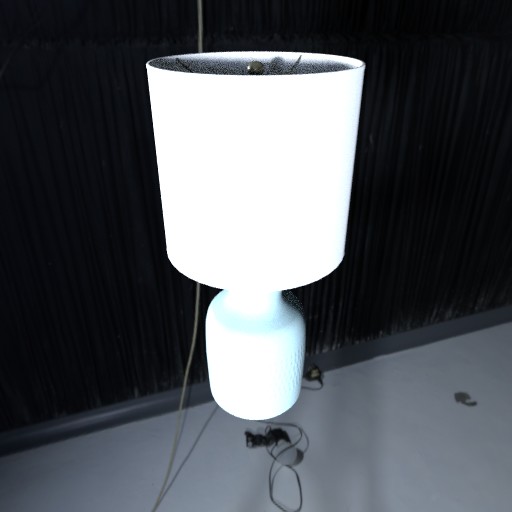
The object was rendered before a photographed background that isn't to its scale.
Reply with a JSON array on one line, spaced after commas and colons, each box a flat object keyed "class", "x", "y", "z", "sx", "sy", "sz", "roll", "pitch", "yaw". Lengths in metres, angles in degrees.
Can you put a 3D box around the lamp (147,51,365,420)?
[{"class": "lamp", "x": 0.000, "y": 0.000, "z": 1.077, "sx": 0.418, "sy": 0.871, "sz": 0.418, "roll": -10, "pitch": 31, "yaw": -18}]
